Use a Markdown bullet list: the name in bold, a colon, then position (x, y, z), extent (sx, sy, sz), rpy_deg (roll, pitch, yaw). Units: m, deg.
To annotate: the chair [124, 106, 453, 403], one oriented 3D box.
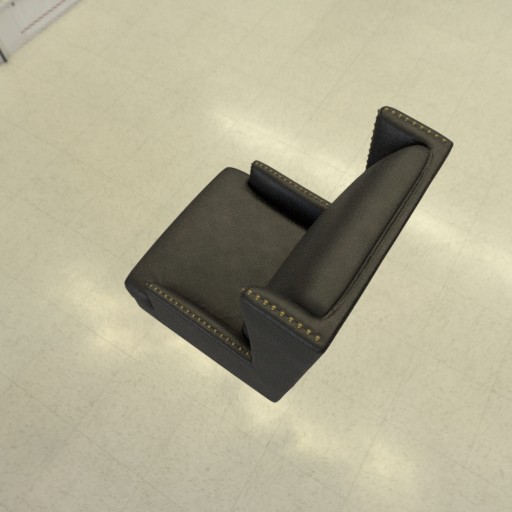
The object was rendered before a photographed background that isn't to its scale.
- **chair**: position (0.000, 0.000, 1.614), extent (0.799, 1.142, 0.703), rpy_deg (31, 67, 15)
